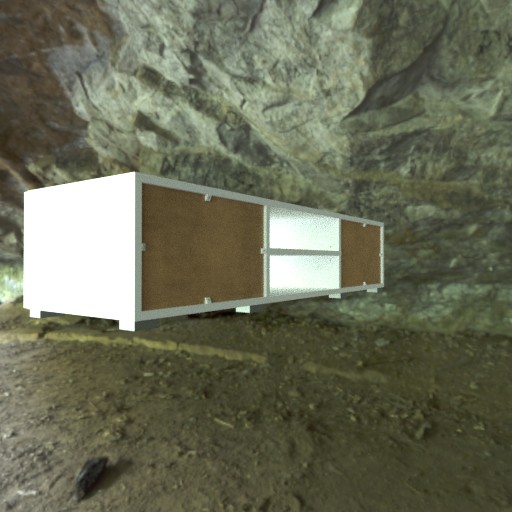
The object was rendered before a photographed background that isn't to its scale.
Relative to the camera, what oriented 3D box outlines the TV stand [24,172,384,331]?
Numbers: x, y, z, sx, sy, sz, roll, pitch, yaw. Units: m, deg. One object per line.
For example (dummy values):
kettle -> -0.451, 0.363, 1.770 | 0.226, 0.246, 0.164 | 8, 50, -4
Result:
TV stand -> 0.000, 0.000, 1.548 | 0.420, 0.310, 1.400 | 0, -1, 35
